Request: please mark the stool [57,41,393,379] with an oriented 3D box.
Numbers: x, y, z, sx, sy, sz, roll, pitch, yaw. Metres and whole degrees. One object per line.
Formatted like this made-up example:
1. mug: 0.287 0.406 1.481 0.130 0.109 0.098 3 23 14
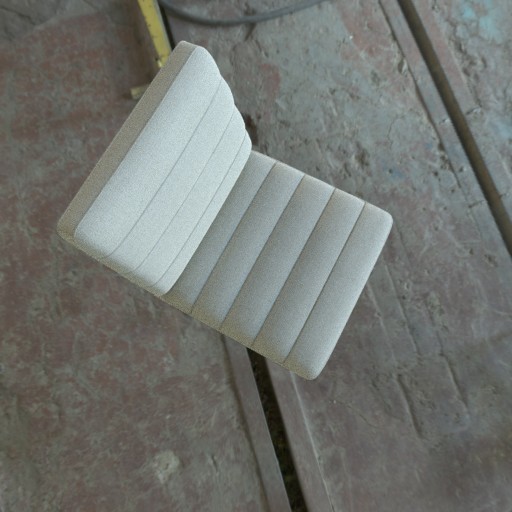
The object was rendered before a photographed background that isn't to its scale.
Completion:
1. stool: 0.000 0.000 1.223 0.560 0.940 0.460 28 78 6
